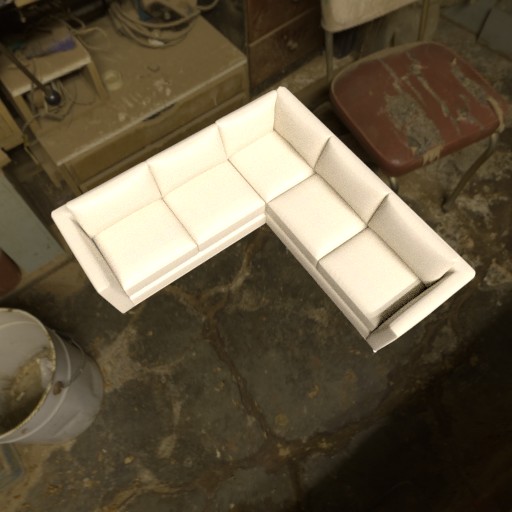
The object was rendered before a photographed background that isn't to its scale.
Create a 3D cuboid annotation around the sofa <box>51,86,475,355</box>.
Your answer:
[{"bbox_3d":[0.000,0.000,3.731,2.430,0.867,2.448,-33,68,-15],"label":"sofa"}]
